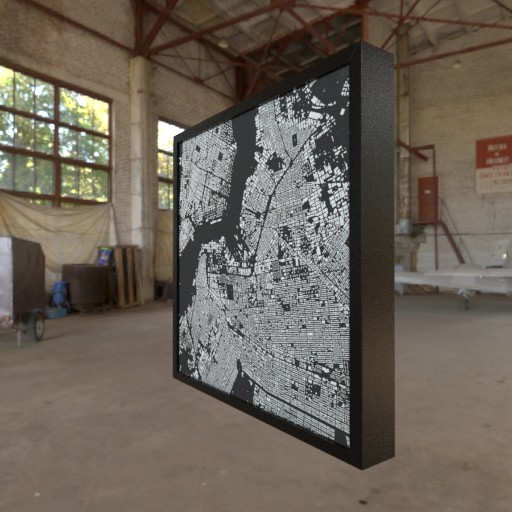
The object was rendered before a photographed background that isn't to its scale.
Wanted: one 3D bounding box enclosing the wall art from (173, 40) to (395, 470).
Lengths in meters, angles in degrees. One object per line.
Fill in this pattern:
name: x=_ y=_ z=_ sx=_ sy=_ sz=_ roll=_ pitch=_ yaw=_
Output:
wall art: x=0.000 y=0.000 z=0.439 sx=0.037 sy=0.299 sz=0.299 roll=0 pitch=-1 yaw=-36
